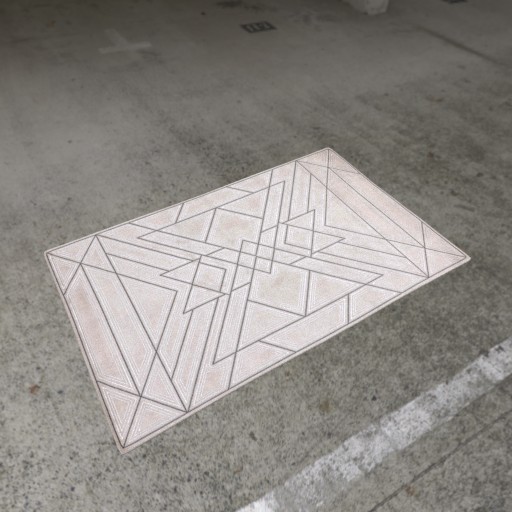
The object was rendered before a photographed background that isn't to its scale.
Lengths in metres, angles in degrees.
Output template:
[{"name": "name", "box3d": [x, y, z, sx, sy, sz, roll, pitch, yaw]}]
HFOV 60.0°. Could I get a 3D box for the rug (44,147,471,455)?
[{"name": "rug", "box3d": [0.000, 0.000, 3.010, 2.459, 0.023, 1.575, -24, 51, -21]}]
